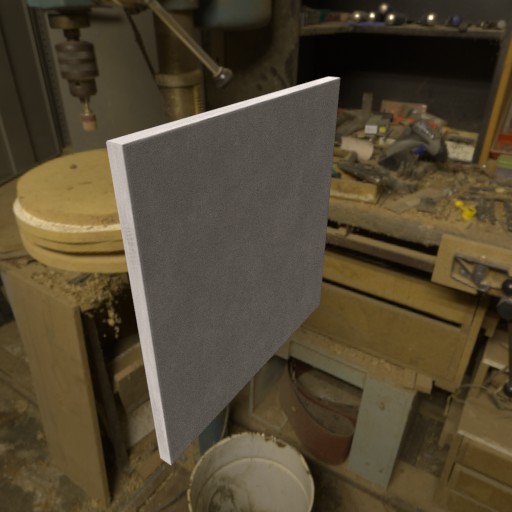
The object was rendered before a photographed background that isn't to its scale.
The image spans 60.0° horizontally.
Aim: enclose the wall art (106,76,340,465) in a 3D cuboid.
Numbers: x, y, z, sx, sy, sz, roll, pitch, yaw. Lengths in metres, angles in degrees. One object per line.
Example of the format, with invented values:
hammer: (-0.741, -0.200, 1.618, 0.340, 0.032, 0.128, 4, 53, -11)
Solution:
wall art: (0.000, 0.000, 0.449, 0.015, 0.303, 0.303, 19, 35, 29)
